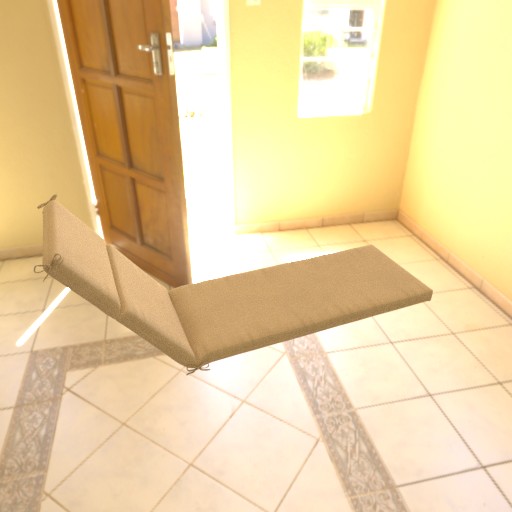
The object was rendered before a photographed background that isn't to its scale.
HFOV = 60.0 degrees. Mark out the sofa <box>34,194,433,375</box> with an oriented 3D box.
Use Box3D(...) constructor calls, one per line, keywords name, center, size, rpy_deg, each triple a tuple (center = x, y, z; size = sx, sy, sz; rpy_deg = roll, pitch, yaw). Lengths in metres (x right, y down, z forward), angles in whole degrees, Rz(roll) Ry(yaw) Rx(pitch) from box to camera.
Box3D(name="sofa", center=(0.000, 0.000, 1.953), size=(1.663, 0.622, 0.582), rpy_deg=(-12, 32, -19))
